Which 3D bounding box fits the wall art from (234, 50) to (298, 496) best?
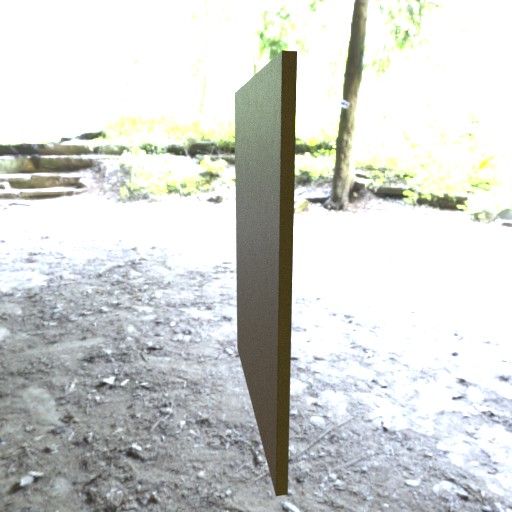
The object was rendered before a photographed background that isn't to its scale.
[{"bbox_3d":[0.000,0.000,1.335,0.030,1.002,0.798,-2,15,-9],"label":"wall art"}]
